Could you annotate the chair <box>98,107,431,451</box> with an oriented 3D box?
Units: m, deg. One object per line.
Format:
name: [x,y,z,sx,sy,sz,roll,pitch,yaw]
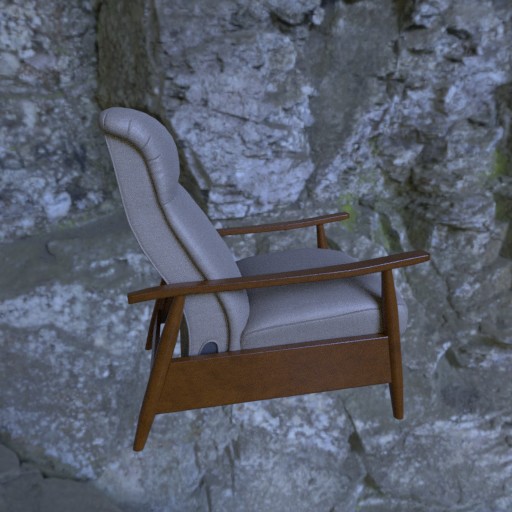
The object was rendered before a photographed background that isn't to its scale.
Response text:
chair: [0.000,0.000,1.735,1.032,1.082,0.762,-3,17,-10]
